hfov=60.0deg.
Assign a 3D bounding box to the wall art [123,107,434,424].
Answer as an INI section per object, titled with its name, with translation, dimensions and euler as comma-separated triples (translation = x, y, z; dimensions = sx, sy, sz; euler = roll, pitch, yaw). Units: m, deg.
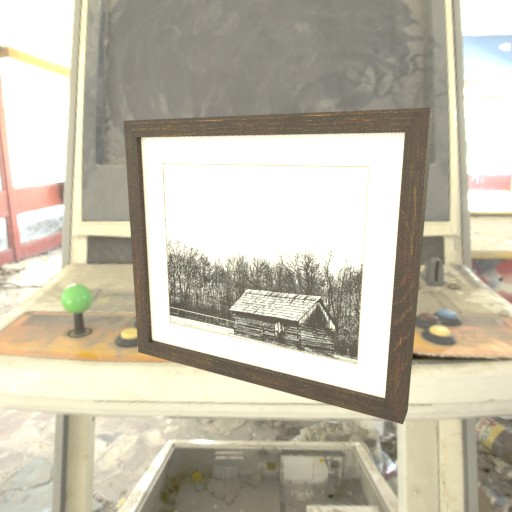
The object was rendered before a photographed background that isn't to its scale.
[wall art]
translation = 0.000, 0.000, 0.548
dimensions = 0.381, 0.330, 0.031
euler = 7, 15, 27
